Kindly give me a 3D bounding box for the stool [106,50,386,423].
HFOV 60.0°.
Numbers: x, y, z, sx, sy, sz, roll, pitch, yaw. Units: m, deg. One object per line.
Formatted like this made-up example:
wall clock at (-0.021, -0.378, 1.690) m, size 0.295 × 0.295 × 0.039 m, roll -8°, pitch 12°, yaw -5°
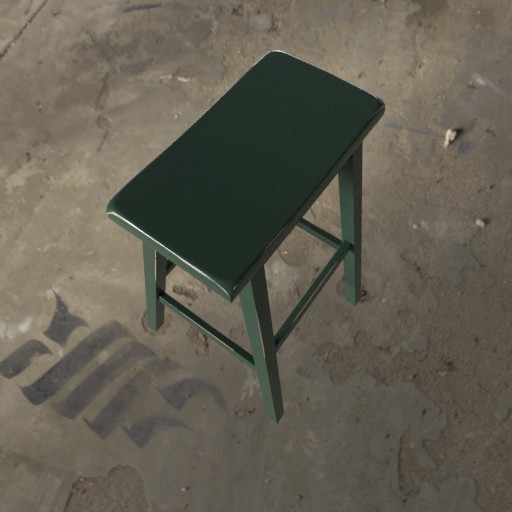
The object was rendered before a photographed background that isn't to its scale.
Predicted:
stool at (0.000, 0.000, 1.035) m, size 0.476 × 0.737 × 0.457 m, roll 33°, pitch 67°, yaw 16°
